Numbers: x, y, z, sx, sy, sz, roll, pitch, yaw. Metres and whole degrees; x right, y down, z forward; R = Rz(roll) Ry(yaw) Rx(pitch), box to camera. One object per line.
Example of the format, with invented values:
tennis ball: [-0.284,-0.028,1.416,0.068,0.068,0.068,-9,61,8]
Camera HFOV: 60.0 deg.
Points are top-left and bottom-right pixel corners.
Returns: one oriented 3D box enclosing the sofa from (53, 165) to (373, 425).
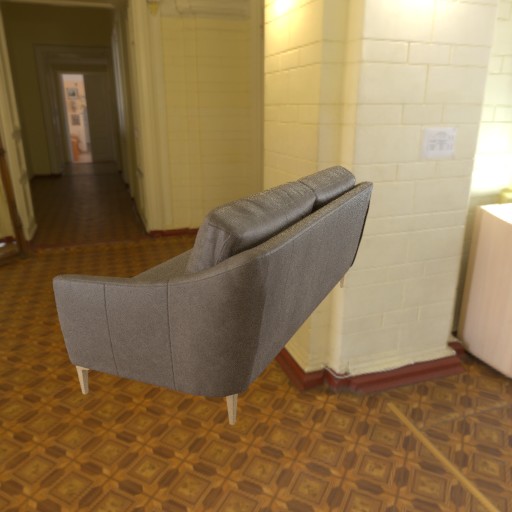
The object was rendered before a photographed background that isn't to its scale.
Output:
sofa: [0.000,0.000,2.569,0.960,0.902,2.036,9,20,25]
